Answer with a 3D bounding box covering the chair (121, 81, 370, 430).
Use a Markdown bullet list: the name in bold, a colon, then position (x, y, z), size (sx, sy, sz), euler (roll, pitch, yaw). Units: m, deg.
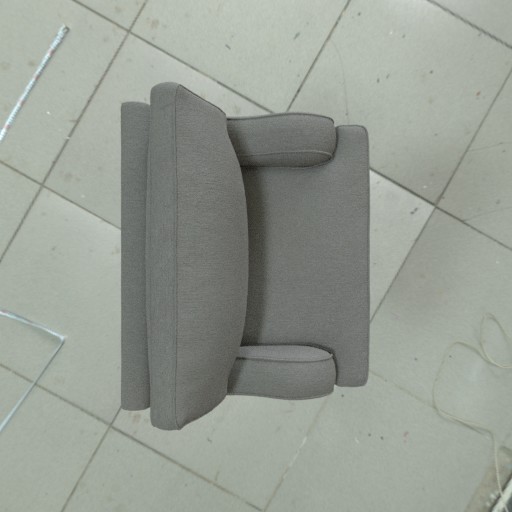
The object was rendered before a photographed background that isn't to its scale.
- **chair**: position (0.000, 0.000, 1.990), size (1.041, 1.016, 1.220), euler (0, 90, 0)
